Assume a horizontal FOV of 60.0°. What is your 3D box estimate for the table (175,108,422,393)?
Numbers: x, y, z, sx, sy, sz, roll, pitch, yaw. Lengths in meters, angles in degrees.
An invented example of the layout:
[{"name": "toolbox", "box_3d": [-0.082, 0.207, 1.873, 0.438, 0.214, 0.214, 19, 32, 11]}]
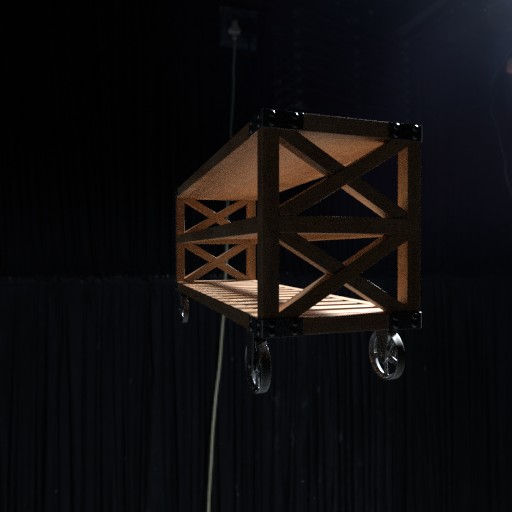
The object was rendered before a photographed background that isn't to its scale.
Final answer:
[{"name": "table", "box_3d": [0.000, 0.000, 1.821, 0.467, 0.711, 1.487, 0, 1, -18]}]
